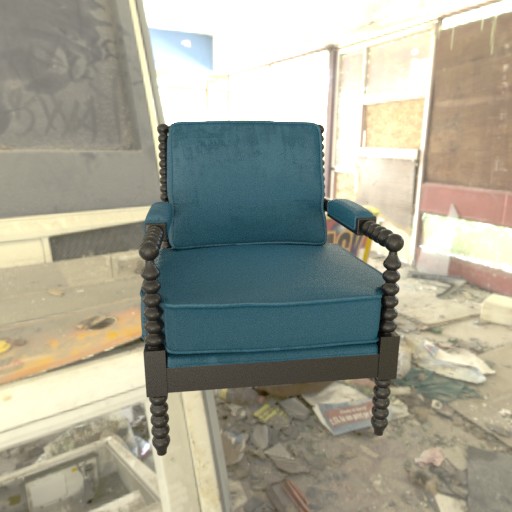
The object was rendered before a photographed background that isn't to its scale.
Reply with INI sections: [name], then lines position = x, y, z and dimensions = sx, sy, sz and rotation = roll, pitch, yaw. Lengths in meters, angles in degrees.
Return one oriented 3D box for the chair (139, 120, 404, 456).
[chair]
position = 0.000, 0.000, 1.428
dimensions = 0.688, 0.857, 0.805
rotation = -2, 15, -7
